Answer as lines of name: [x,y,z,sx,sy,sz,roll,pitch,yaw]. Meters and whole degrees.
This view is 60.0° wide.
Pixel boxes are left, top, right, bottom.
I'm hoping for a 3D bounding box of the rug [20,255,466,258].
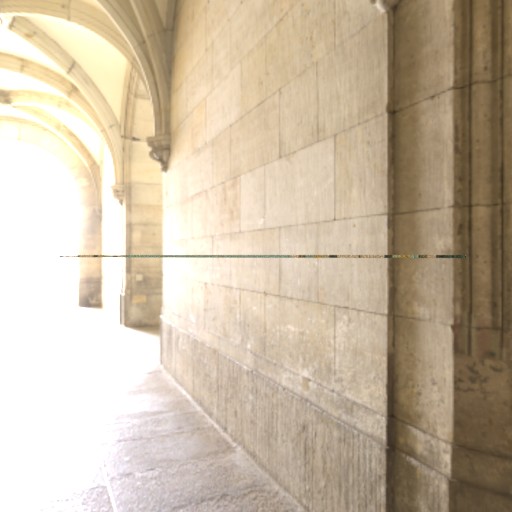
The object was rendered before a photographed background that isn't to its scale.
rug: [0.000,0.000,2.254,1.811,0.010,1.212,0,0,19]
